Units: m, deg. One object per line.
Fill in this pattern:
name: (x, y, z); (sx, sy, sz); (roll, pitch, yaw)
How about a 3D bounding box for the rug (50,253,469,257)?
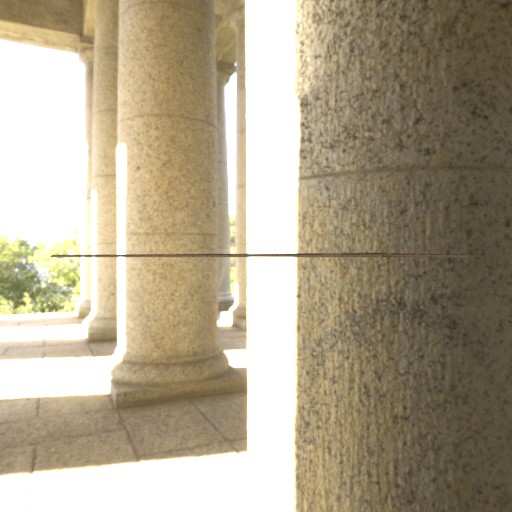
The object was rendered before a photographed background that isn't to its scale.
rug: (0.000, 0.000, 2.917); (2.286, 0.016, 1.555); (0, 0, 36)
